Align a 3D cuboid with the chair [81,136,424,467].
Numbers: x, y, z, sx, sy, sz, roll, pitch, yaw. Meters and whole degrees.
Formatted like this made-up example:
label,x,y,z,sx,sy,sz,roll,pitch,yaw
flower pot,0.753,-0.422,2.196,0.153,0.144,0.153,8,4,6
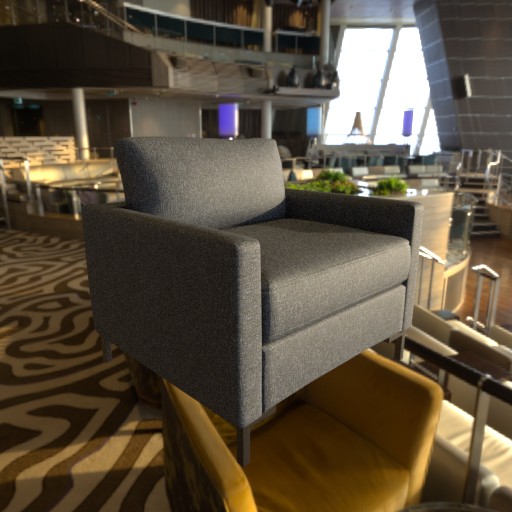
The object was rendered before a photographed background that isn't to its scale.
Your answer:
label,x,y,z,sx,sy,sz,roll,pitch,yaw
chair,0.000,0.000,1.654,0.963,0.861,0.866,-14,21,-42
